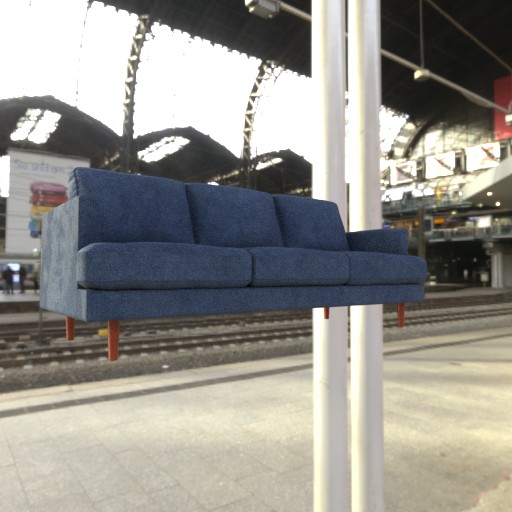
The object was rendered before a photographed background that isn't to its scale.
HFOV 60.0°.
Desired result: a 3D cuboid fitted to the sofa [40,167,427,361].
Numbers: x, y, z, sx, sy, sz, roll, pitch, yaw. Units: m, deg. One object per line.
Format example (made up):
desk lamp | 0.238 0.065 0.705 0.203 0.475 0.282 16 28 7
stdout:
sofa | 0.000 0.000 2.679 2.246 0.930 0.903 2 -3 -36
